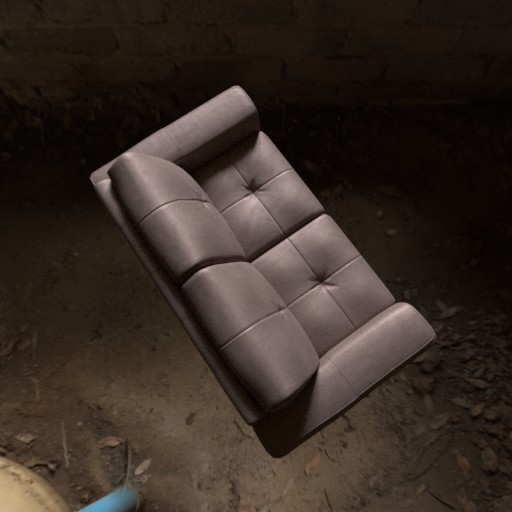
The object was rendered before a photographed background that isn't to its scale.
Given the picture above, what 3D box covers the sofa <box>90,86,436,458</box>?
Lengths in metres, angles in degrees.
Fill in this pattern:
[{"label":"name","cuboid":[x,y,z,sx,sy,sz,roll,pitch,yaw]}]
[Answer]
[{"label":"sofa","cuboid":[0.000,0.000,2.385,1.018,0.907,1.806,-34,78,-8]}]
